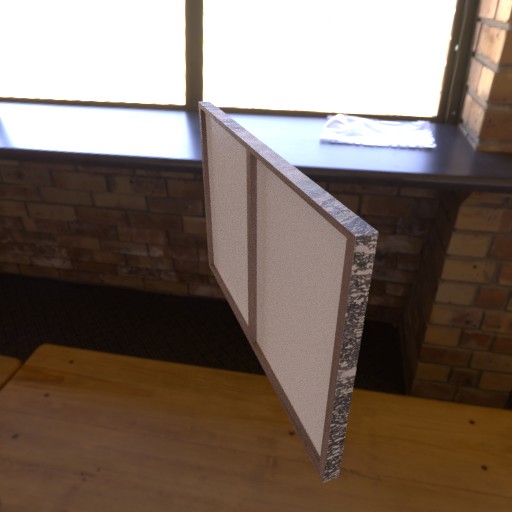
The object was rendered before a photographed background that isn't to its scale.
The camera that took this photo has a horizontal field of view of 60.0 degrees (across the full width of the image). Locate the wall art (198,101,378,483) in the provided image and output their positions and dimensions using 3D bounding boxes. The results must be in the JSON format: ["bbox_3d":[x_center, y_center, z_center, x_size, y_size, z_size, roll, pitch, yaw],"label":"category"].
[{"bbox_3d":[0.000,0.000,1.161,0.038,0.598,0.919,-11,33,-17],"label":"wall art"}]
